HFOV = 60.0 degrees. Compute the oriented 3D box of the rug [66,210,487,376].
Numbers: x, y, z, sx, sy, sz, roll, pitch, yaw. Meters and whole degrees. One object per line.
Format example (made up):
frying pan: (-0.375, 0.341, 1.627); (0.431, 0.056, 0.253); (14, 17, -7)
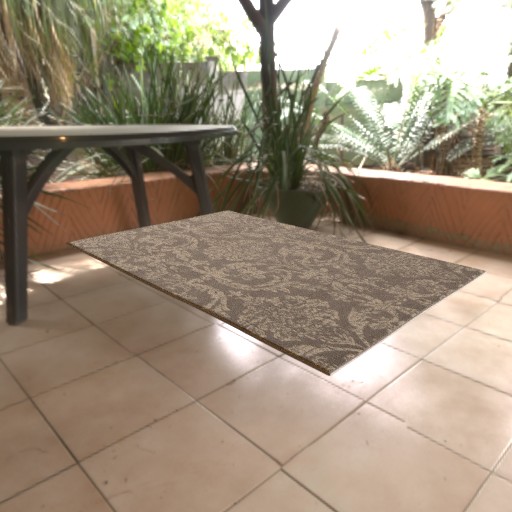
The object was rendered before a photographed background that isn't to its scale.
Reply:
rug: (0.000, 0.000, 2.266); (1.206, 0.012, 1.824); (-17, 25, -42)
